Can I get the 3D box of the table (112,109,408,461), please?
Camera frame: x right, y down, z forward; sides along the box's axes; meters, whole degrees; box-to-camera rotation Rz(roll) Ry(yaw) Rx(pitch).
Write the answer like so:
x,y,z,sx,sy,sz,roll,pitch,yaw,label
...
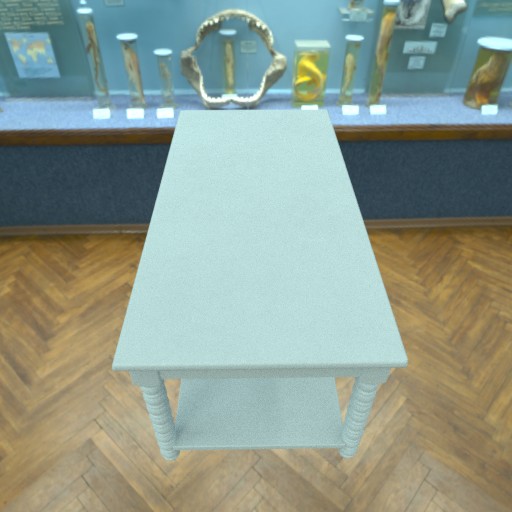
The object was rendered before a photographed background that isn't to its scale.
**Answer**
x,y,z,sx,sy,sz,roll,pitch,yaw,label
0.000,0.000,1.441,0.580,0.487,1.171,-1,42,-1,table
